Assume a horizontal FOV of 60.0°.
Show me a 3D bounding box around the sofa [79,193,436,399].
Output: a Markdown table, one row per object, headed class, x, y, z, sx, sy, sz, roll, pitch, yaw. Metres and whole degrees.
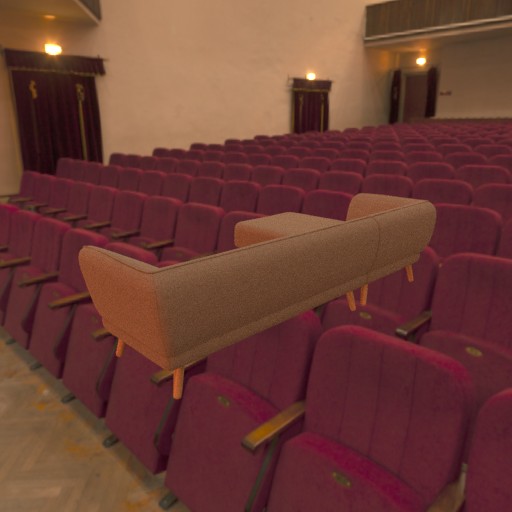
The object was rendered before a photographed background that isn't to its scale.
| class | x | y | z | sx | sy | sz | roll | pitch | yaw |
| --- | --- | --- | --- | --- | --- | --- | --- | --- | --- |
| sofa | 0.000 | 0.000 | 3.291 | 2.653 | 0.693 | 1.532 | -16 | 23 | -42 |
